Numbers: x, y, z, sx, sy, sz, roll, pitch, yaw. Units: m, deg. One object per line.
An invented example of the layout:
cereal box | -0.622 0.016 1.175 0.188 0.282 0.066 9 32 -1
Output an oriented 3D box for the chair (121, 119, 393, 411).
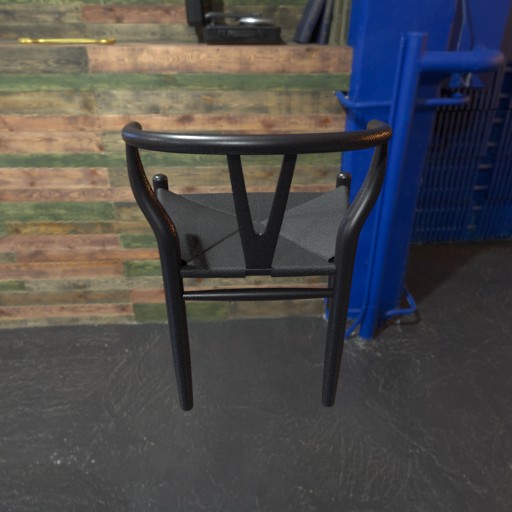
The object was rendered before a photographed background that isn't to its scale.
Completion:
chair | 0.000 0.000 1.084 0.569 0.730 0.579 -1 30 -2
